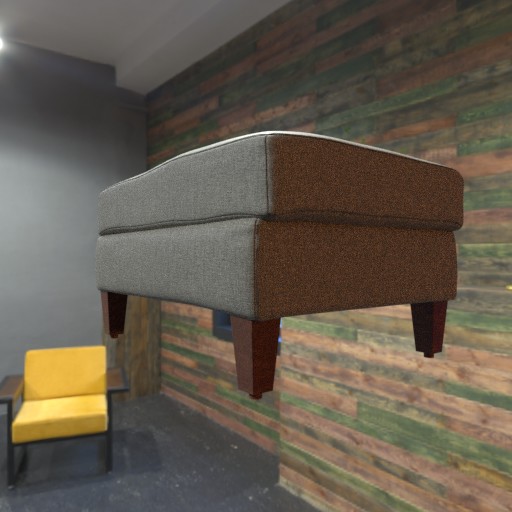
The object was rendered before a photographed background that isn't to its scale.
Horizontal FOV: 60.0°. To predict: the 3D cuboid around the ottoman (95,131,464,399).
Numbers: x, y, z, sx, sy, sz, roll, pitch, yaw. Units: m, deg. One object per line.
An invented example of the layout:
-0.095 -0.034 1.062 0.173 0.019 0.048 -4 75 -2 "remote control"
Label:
0.000 0.000 1.209 0.639 0.494 0.873 0 0 -37 "ottoman"
